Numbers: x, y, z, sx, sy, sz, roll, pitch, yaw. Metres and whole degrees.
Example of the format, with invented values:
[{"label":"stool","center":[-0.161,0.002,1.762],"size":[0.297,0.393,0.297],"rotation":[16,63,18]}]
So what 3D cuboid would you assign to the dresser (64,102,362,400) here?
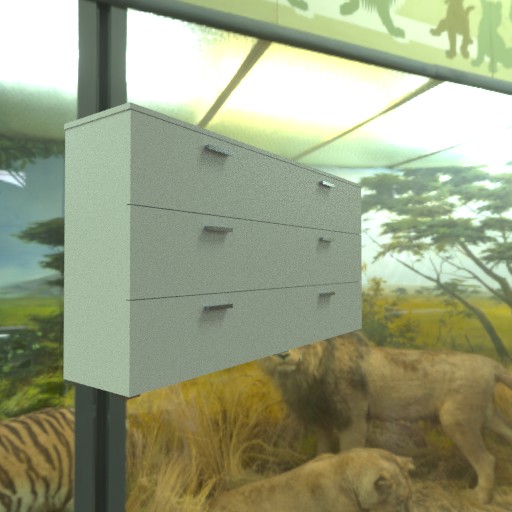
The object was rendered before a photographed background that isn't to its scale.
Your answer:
[{"label":"dresser","center":[0.000,0.000,1.873],"size":[0.333,0.790,1.535],"rotation":[-1,-1,36]}]
